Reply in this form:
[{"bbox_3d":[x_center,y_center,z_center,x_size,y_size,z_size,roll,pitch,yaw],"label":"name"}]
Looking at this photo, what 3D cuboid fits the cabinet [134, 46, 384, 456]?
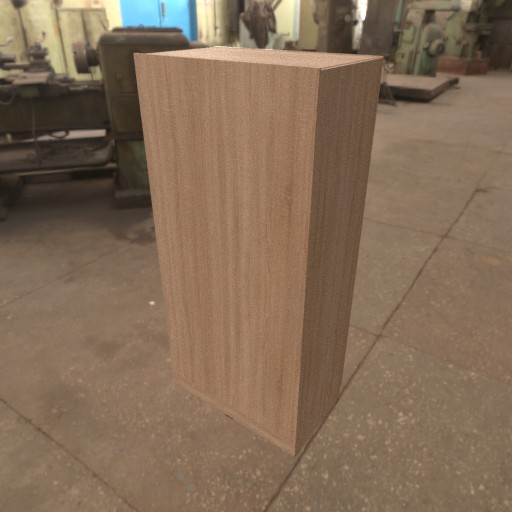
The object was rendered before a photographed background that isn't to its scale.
[{"bbox_3d":[0.000,0.000,2.552,1.001,2.121,0.590,20,35,31],"label":"cabinet"}]
